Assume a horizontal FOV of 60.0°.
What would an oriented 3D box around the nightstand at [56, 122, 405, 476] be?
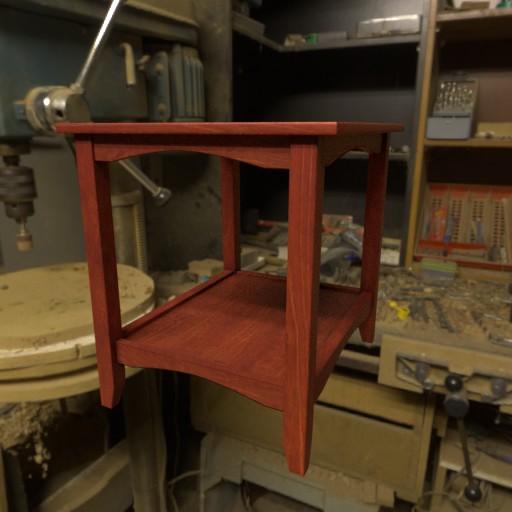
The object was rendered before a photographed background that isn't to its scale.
[{"bbox_3d":[0.000,0.000,0.978,0.501,0.558,0.558,8,18,25],"label":"nightstand"}]
